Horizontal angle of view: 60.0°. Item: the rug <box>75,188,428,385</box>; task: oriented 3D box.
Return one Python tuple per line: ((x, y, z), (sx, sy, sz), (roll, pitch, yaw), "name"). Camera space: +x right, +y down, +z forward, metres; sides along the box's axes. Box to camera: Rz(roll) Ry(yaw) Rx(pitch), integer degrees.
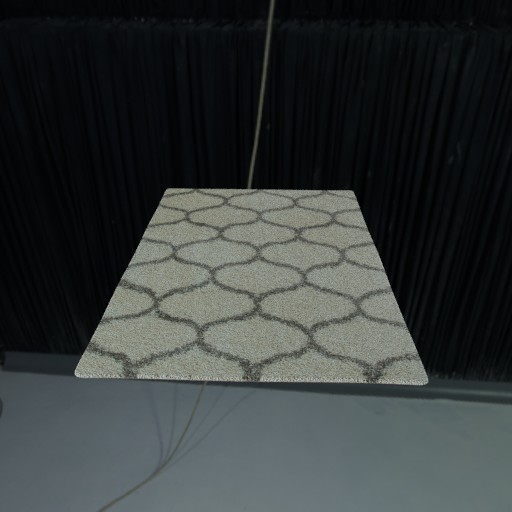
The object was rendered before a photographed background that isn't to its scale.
((0.000, 0.000, 2.171), (1.200, 0.025, 1.600), (1, 32, 1), "rug")
